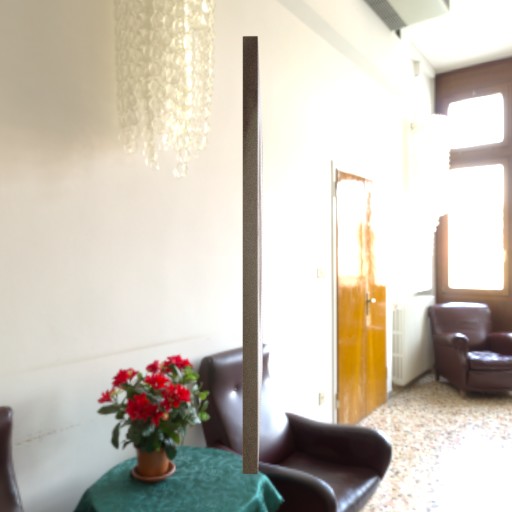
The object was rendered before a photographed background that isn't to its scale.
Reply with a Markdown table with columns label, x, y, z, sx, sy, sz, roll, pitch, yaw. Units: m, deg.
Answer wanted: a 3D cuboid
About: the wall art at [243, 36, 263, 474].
| label | x | y | z | sx | sy | sz | roll | pitch | yaw |
| --- | --- | --- | --- | --- | --- | --- | --- | --- | --- |
| wall art | 0.000 | 0.000 | 1.151 | 0.027 | 0.762 | 0.762 | 0 | 0 | 2 |
